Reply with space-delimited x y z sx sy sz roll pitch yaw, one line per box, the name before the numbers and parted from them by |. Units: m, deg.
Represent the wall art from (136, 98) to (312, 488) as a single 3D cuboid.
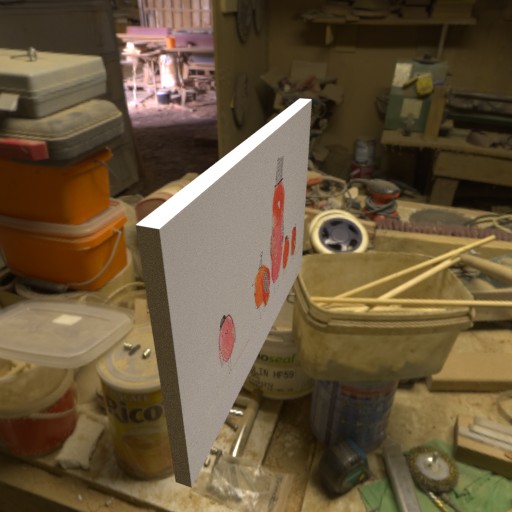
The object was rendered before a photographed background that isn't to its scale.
wall art | 0.000 0.000 1.147 0.038 0.609 0.914 10 32 17
